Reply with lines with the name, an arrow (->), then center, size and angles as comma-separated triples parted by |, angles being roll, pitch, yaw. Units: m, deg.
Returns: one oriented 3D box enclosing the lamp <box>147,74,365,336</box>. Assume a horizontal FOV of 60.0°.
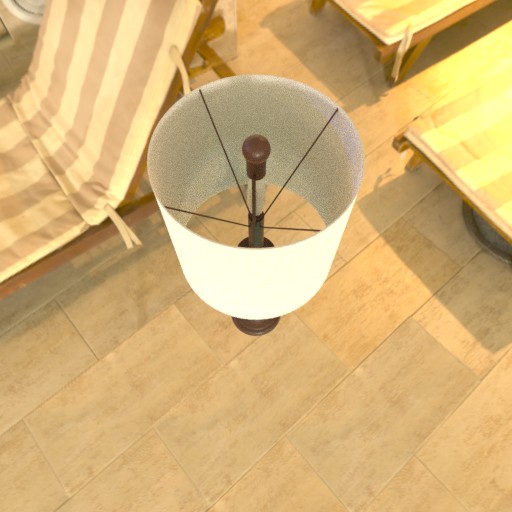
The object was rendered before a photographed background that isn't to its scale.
lamp -> 0.000, 0.000, 0.760 | 0.250, 0.597, 0.250 | -32, 69, -14
